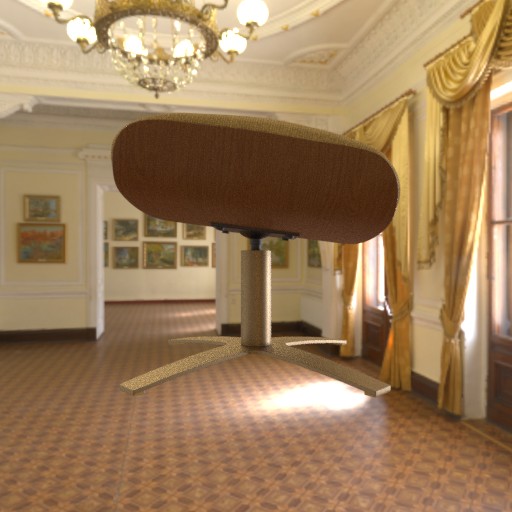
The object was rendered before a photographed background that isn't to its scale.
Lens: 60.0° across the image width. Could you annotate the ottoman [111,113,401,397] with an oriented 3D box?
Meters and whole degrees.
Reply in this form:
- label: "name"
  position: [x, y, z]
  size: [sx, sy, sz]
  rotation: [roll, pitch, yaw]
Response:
- label: "ottoman"
  position: [0.000, 0.000, 0.811]
  size: [0.394, 0.391, 0.520]
  rotation: [0, 0, 1]
